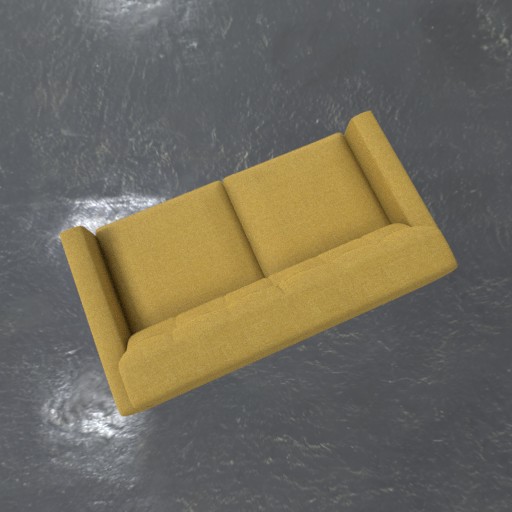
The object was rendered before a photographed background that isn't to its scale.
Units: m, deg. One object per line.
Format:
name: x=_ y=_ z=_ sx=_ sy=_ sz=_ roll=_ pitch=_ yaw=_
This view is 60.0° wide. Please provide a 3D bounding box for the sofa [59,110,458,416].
sofa: x=0.000 y=0.000 z=2.173 sx=1.631 sy=0.841 sz=0.909 roll=-23 pitch=77 yaw=-6
